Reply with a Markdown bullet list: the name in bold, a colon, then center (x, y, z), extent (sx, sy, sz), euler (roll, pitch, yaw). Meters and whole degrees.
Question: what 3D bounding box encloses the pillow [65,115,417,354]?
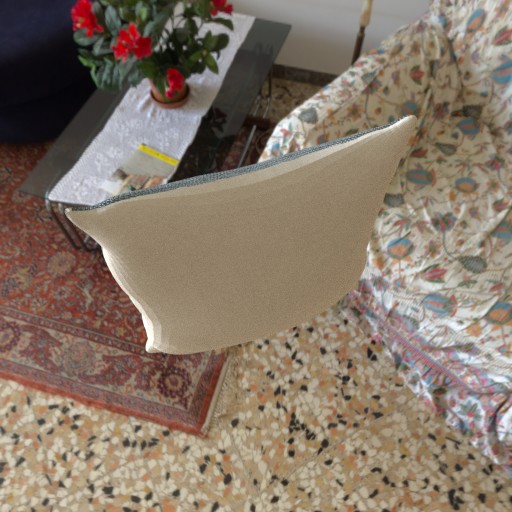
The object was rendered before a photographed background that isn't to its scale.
- **pillow**: center (0.000, 0.000, 0.694), extent (0.440, 0.441, 0.182), euler (-17, 60, -10)
